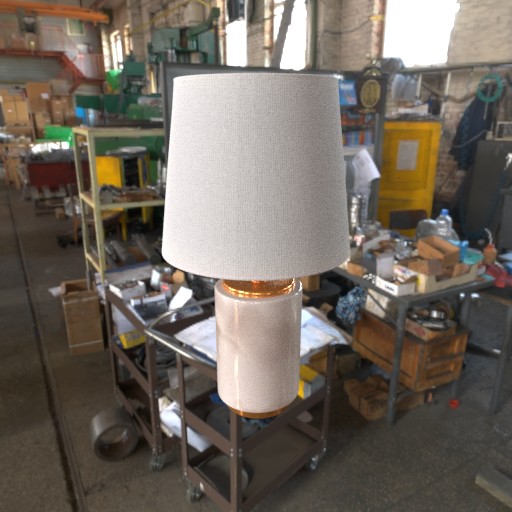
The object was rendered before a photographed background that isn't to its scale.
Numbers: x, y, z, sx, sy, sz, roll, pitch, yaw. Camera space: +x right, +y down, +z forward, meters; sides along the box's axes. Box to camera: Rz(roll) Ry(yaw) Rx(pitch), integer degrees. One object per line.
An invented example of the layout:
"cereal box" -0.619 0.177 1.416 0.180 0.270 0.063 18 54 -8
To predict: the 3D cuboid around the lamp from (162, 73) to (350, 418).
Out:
"lamp" 0.000 0.000 0.459 0.189 0.340 0.189 0 18 0
